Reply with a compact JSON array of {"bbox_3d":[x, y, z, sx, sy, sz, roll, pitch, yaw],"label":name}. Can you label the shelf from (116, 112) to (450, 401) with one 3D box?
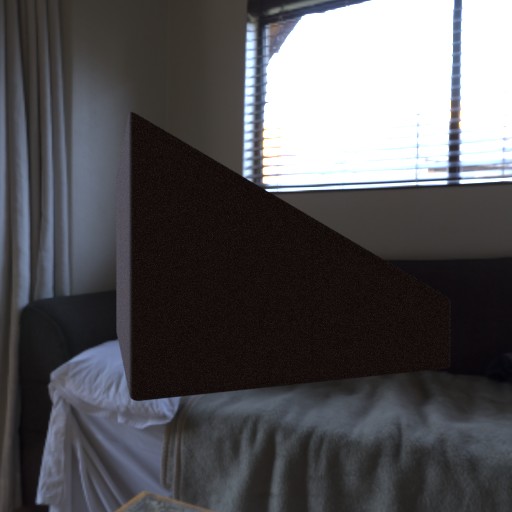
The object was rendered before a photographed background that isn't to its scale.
[{"bbox_3d":[0.000,0.000,0.501,0.292,0.210,0.292,0,0,-19],"label":"shelf"}]
